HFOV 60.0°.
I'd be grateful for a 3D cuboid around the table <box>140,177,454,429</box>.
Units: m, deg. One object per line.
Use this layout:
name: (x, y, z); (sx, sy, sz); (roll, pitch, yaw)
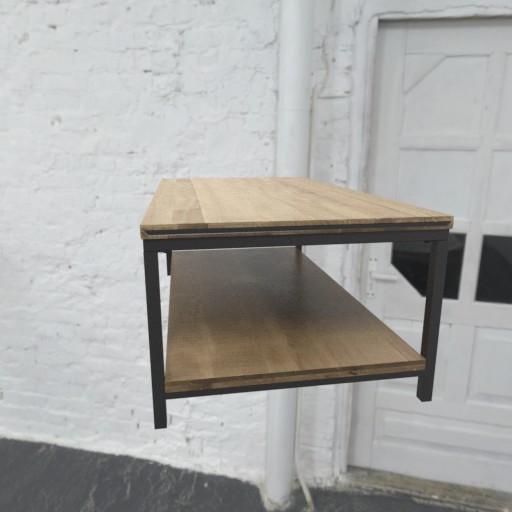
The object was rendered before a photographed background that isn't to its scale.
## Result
table: (0.000, 0.000, 1.341); (0.574, 0.393, 1.062); (-2, 14, -9)
